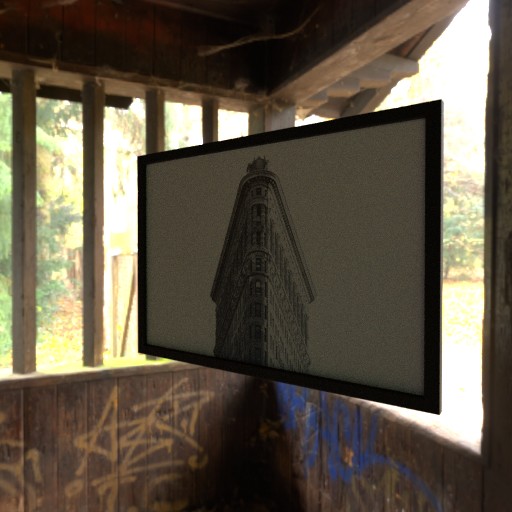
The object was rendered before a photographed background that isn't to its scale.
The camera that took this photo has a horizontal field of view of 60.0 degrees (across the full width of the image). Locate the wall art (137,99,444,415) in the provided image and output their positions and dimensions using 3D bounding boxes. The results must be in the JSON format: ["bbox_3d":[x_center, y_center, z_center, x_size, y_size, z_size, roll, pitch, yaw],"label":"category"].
[{"bbox_3d":[0.000,0.000,1.208,0.958,0.656,0.026,1,1,36],"label":"wall art"}]
